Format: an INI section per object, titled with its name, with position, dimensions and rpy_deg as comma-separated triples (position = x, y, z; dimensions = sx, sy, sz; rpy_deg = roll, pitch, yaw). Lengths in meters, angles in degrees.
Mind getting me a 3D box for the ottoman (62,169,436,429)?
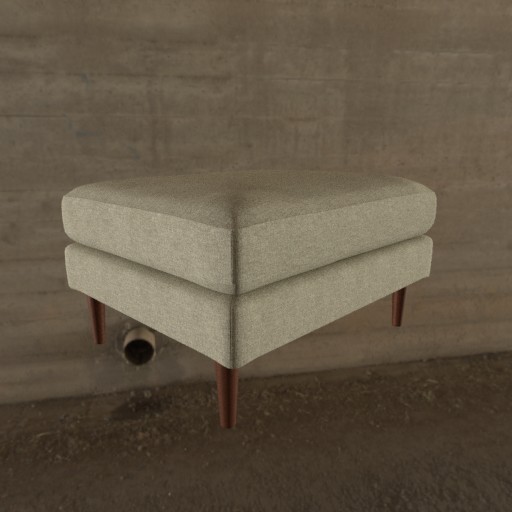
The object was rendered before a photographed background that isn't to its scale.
[ottoman]
position = 0.000, 0.000, 1.269
dimensions = 0.693, 0.474, 0.821
rpy_deg = 14, 20, 43
